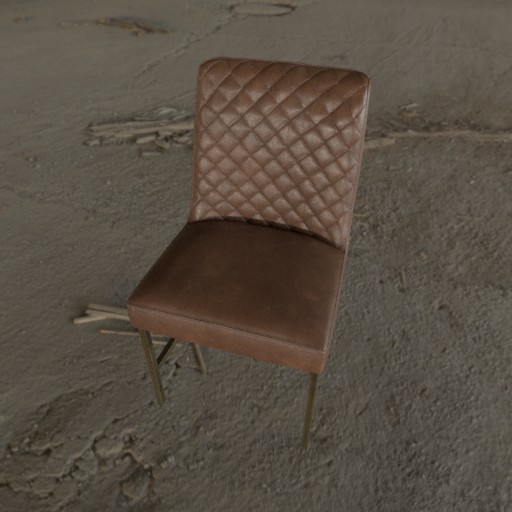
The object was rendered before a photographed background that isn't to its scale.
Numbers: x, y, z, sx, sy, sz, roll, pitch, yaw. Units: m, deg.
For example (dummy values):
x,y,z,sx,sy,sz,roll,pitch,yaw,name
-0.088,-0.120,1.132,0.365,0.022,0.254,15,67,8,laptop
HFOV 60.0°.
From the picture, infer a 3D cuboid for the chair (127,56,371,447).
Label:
x,y,z,sx,sy,sz,roll,pitch,yaw,name
0.000,0.000,1.245,0.508,0.889,0.587,11,41,13,chair
